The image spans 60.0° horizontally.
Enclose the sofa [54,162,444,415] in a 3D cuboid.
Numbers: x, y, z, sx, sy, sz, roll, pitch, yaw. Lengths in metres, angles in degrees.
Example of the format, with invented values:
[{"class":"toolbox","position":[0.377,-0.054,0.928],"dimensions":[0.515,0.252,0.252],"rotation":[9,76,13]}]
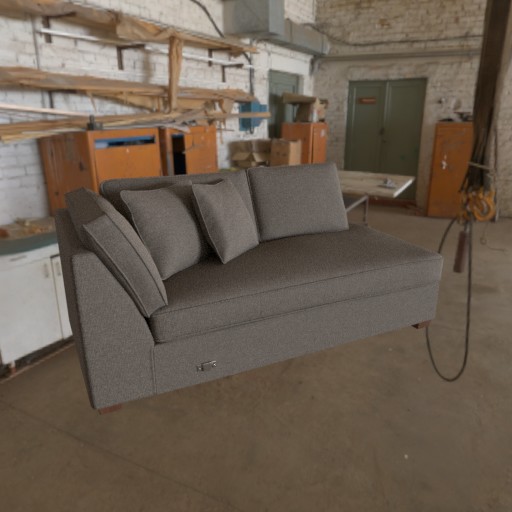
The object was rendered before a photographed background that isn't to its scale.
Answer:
[{"class":"sofa","position":[0.000,0.000,2.824],"dimensions":[2.237,1.033,1.110],"rotation":[-9,20,-25]}]
